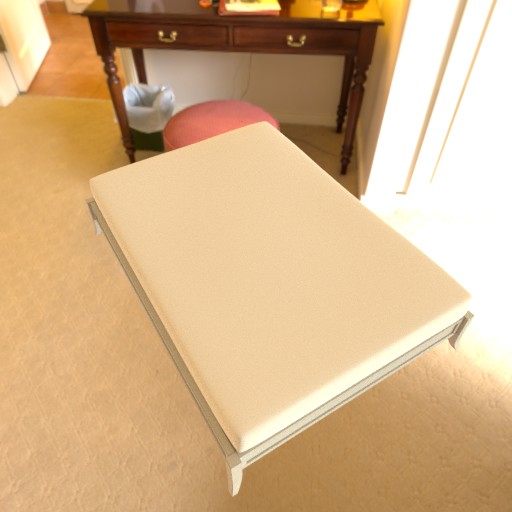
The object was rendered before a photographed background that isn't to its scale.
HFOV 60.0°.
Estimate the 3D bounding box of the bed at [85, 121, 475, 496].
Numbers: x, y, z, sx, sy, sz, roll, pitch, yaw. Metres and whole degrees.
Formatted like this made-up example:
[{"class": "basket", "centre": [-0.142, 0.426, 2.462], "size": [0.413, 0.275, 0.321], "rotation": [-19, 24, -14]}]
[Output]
[{"class": "bed", "centre": [0.000, 0.000, 2.618], "size": [1.460, 0.510, 1.985], "rotation": [-24, 51, -21]}]
